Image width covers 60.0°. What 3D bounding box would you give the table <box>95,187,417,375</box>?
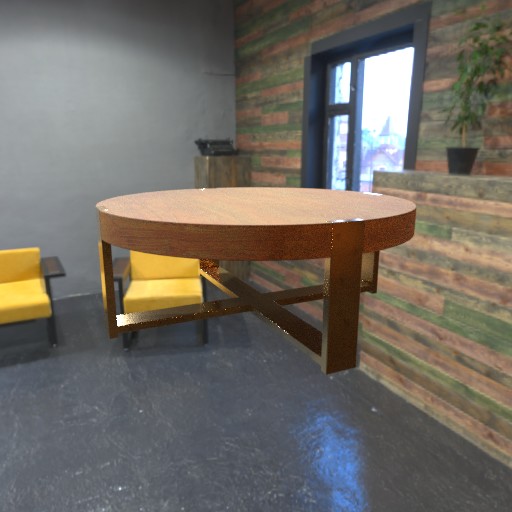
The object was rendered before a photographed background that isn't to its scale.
[{"bbox_3d":[0.000,0.000,1.664,1.100,0.420,1.100,0,13,0],"label":"table"}]
